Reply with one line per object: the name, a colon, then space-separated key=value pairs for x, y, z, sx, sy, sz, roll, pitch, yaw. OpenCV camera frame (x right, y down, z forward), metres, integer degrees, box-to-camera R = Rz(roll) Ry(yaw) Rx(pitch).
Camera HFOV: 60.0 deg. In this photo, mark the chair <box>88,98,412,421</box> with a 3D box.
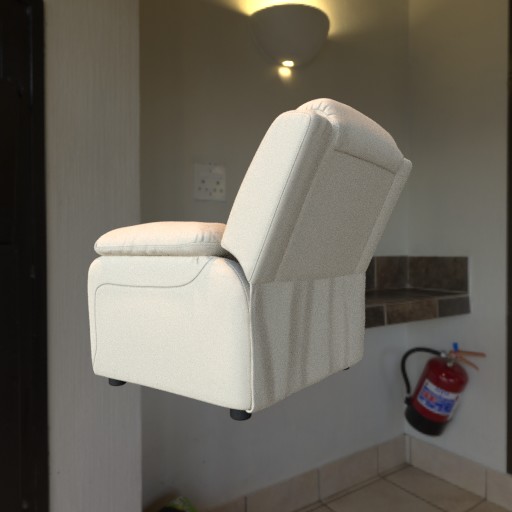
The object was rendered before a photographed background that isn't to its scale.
chair: x=0.000 y=0.000 z=1.254 sx=0.709 sy=0.702 sz=0.680 roll=1 pitch=1 yaw=37
